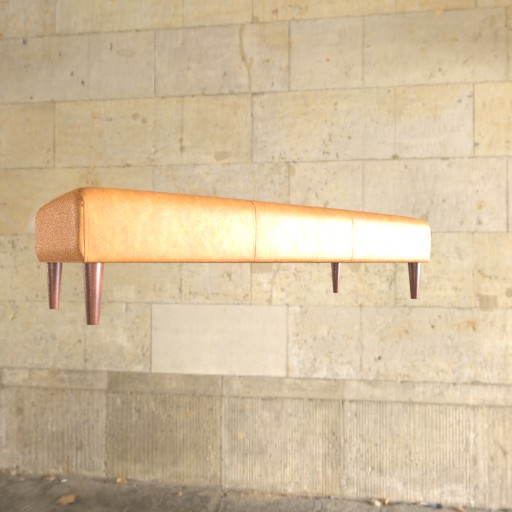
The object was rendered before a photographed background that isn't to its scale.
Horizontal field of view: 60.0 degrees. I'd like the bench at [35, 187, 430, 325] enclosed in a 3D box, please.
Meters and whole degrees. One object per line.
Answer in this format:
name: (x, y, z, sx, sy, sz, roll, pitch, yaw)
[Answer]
bench: (0.000, 0.000, 1.876, 1.610, 0.399, 0.653, 1, -1, -36)
